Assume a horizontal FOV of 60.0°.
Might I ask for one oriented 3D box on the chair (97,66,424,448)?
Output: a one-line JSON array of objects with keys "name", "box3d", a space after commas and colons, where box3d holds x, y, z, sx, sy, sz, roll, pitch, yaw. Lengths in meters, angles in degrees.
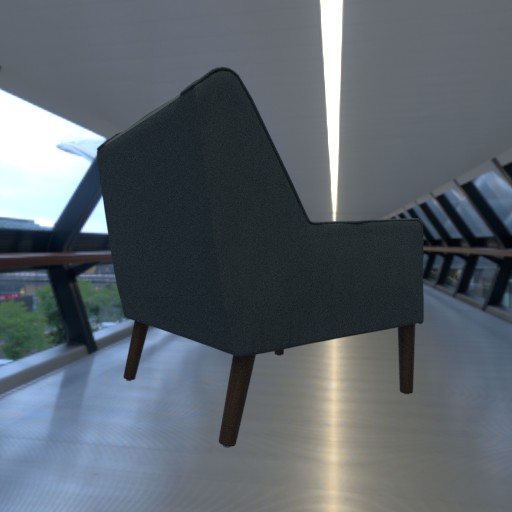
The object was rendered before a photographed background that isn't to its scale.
[{"name": "chair", "box3d": [0.000, 0.000, 1.299, 0.733, 0.780, 0.663, 0, 0, -36]}]
